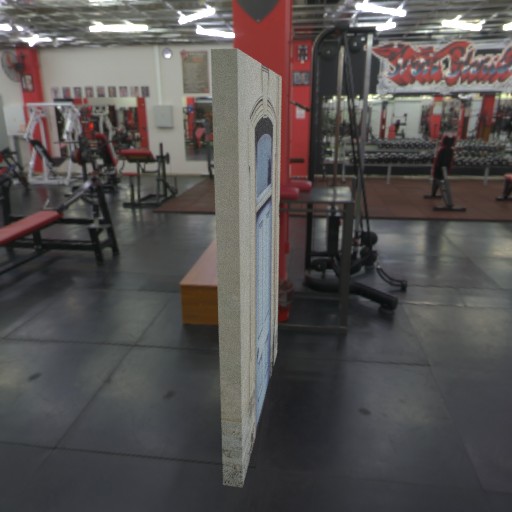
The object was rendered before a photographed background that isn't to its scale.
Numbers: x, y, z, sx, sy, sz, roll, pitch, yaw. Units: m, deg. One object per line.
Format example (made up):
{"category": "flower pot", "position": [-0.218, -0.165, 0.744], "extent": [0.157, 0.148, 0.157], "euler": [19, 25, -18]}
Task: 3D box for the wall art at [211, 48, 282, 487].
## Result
{"category": "wall art", "position": [0.000, 0.000, 0.968], "extent": [0.038, 0.764, 0.508], "euler": [3, 18, 10]}
